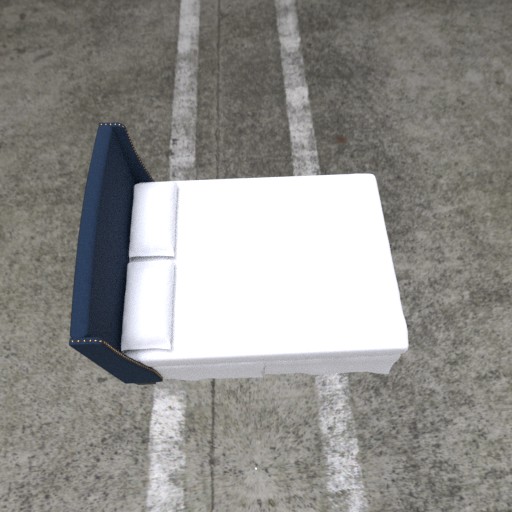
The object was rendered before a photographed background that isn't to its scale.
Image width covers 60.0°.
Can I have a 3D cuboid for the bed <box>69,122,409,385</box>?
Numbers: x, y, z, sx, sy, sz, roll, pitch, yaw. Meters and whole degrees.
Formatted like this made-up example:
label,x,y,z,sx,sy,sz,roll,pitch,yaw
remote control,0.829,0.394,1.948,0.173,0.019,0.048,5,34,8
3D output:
label,x,y,z,sx,sy,sz,roll,pitch,yaw
bed,0.000,0.000,3.361,2.223,1.402,1.604,-2,64,-1
